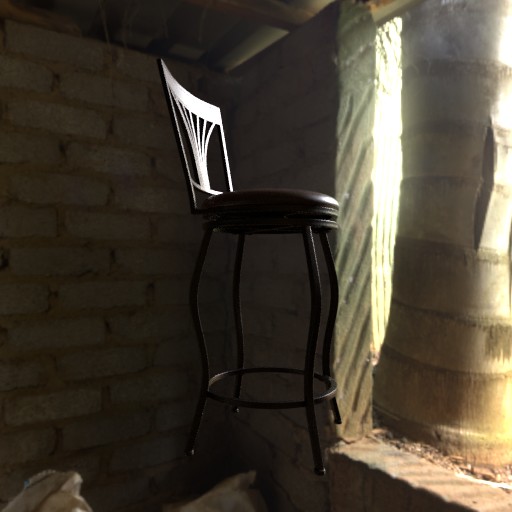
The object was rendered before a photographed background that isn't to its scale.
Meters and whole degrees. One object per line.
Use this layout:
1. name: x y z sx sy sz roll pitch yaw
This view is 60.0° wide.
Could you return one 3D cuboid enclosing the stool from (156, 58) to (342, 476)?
1. stool: 0.000 0.000 1.385 0.514 1.117 0.433 0 -1 18
